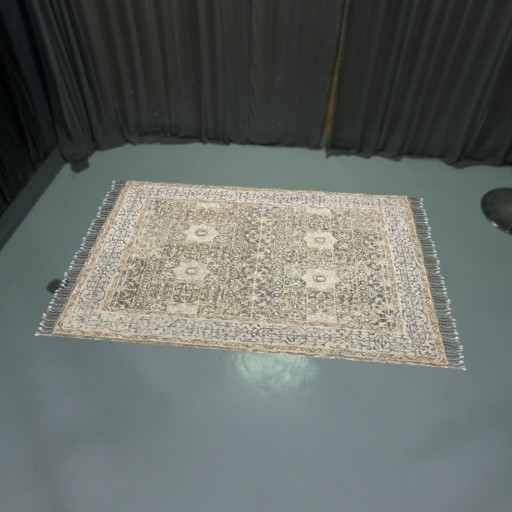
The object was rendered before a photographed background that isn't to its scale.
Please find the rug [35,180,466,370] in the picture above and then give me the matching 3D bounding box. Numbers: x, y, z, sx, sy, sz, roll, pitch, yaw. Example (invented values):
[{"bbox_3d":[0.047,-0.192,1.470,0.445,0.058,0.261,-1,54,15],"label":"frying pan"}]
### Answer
[{"bbox_3d":[0.000,0.000,2.475,2.029,0.010,1.237,4,46,4],"label":"rug"}]
